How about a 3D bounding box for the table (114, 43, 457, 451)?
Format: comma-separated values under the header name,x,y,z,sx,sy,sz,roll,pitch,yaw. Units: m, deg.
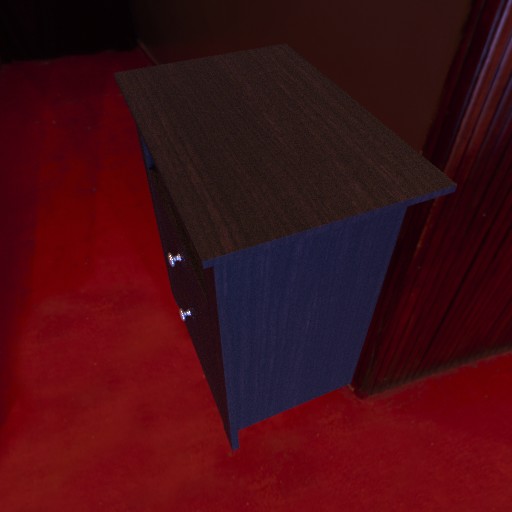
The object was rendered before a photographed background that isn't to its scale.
name,x,y,z,sx,sy,sz,roll,pitch,yaw
table,0.000,0.000,1.056,0.406,0.711,0.591,-17,49,-16
